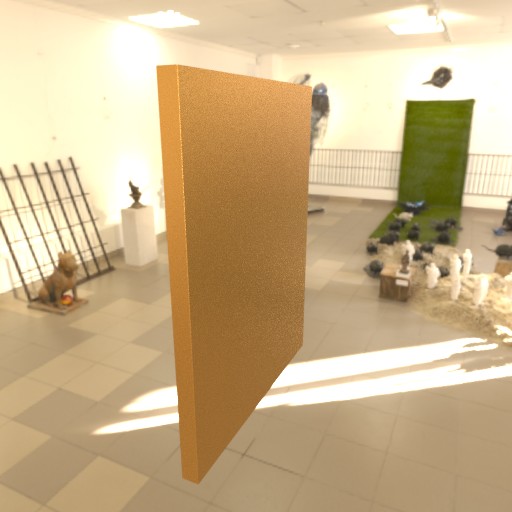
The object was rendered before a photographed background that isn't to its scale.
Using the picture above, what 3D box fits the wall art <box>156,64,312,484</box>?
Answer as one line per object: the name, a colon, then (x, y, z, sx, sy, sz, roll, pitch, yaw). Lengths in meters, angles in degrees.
wall art: (0.000, 0.000, 1.024, 0.038, 0.762, 0.610, 8, 20, 24)
